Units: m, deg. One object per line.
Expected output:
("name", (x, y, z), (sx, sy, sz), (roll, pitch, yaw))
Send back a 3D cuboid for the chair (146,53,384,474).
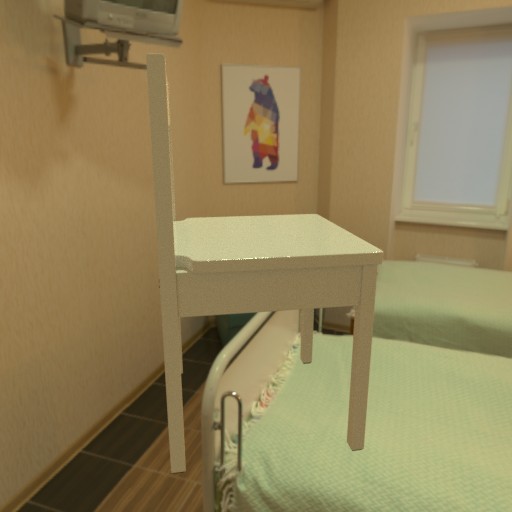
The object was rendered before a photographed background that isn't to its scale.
("chair", (0.000, 0.000, 0.871), (0.361, 0.668, 0.367), (-3, 15, -10))
